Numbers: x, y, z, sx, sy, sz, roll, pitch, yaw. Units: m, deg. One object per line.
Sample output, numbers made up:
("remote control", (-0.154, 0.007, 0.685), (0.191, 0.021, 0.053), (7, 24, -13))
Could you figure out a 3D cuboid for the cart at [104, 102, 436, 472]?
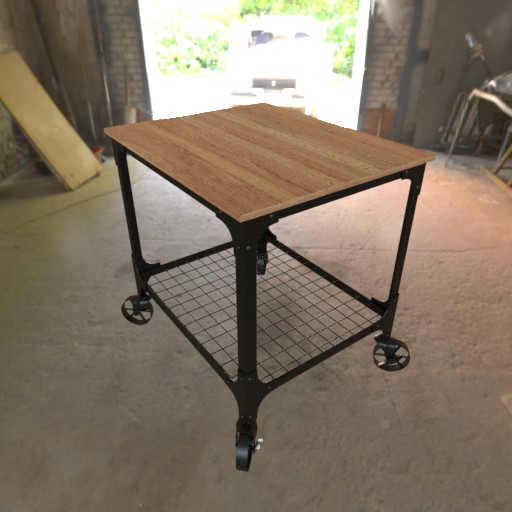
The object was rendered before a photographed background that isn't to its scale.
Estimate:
("cart", (0.000, 0.000, 1.143), (0.558, 0.603, 0.666), (-21, 37, -30))
